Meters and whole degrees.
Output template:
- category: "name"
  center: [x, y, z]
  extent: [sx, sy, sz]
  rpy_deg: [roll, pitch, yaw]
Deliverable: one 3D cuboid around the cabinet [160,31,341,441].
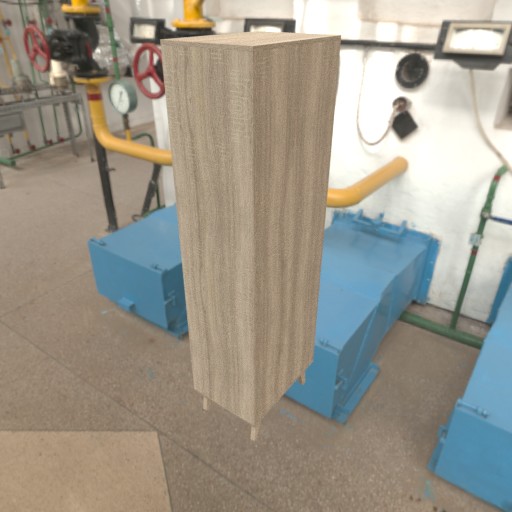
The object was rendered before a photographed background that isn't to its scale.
- category: "cabinet"
  center: [0.000, 0.000, 2.085]
  extent: [0.400, 1.850, 0.570]
  rpy_deg: [20, 36, 31]
